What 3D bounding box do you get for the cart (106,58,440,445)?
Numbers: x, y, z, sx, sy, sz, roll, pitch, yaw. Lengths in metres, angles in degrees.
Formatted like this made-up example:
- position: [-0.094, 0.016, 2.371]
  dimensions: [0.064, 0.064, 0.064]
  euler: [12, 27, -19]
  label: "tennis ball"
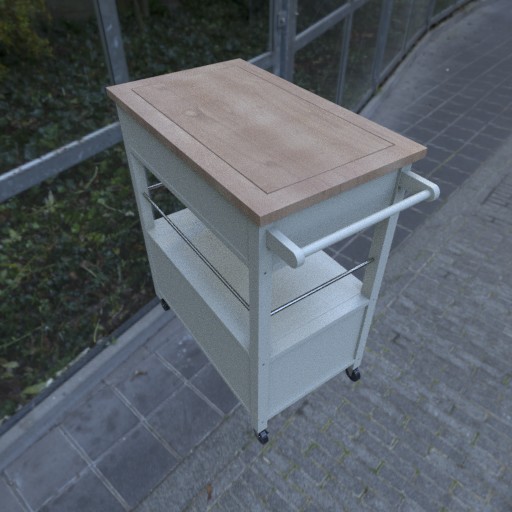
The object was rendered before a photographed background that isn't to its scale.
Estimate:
- position: [0.000, 0.000, 1.396]
  dimensions: [0.459, 0.901, 0.840]
  euler: [-24, 47, -26]
  label: "cart"
